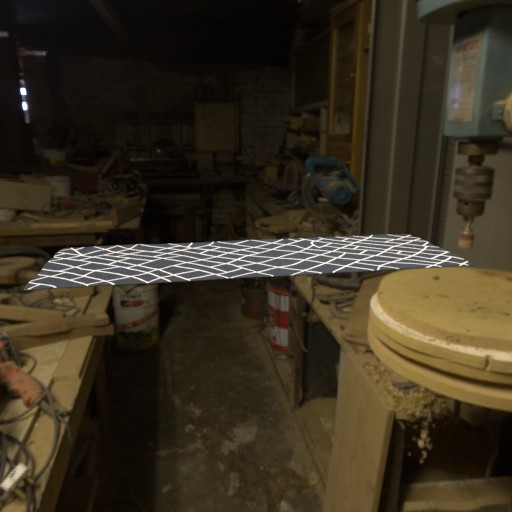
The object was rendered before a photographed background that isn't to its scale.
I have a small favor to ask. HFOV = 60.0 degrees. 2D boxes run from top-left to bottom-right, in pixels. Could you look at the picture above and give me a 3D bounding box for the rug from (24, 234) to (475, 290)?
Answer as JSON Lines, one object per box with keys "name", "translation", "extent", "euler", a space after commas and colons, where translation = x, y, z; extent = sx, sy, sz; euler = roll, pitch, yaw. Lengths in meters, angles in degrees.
{"name": "rug", "translation": [0.000, 0.000, 2.748], "extent": [2.476, 0.010, 0.807], "euler": [-3, 16, -9]}
